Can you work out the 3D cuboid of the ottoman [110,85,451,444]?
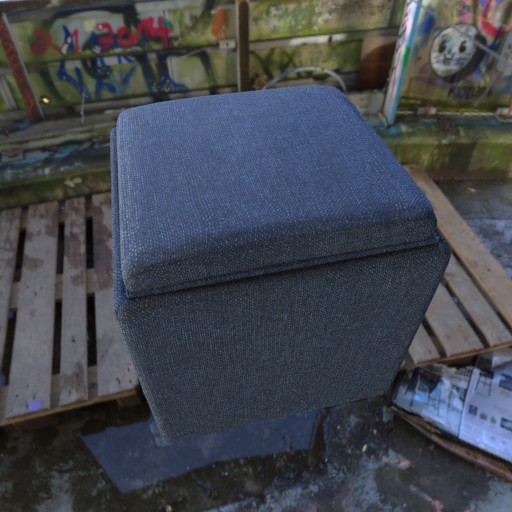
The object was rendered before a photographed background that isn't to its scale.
[{"bbox_3d":[0.000,0.000,0.830,0.454,0.493,0.436,-10,47,-9],"label":"ottoman"}]
